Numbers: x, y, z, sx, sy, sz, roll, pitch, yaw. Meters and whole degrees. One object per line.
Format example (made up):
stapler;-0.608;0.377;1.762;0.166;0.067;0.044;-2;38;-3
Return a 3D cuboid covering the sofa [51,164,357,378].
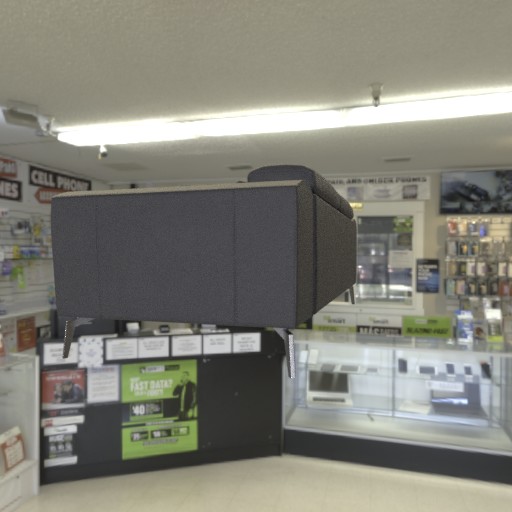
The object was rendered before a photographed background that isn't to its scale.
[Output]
sofa;0.000;0.000;2.731;1.048;0.814;2.330;0;1;18
